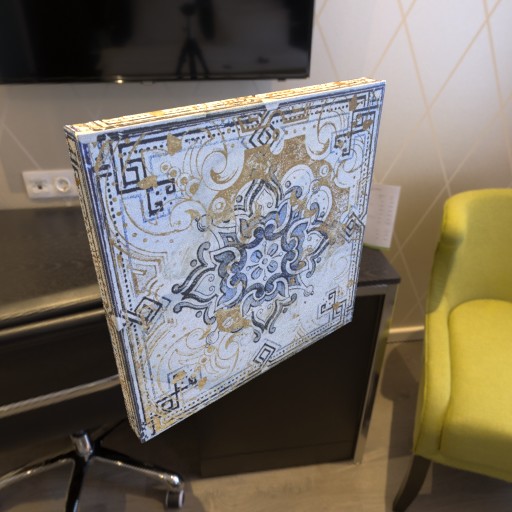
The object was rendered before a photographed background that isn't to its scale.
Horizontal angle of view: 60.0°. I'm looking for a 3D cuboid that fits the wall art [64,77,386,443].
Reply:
[{"bbox_3d":[0.000,0.000,0.600,0.411,0.410,0.038,-22,38,-32],"label":"wall art"}]
